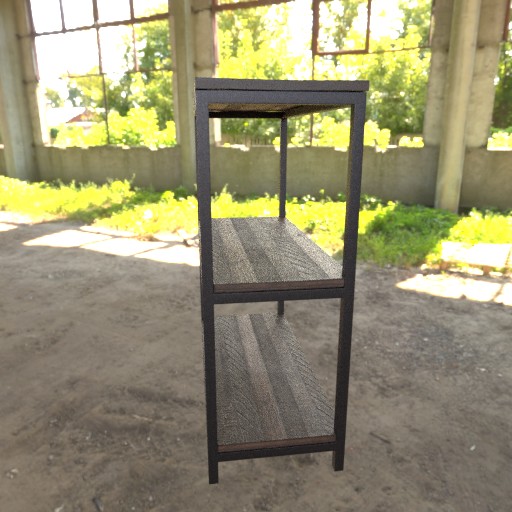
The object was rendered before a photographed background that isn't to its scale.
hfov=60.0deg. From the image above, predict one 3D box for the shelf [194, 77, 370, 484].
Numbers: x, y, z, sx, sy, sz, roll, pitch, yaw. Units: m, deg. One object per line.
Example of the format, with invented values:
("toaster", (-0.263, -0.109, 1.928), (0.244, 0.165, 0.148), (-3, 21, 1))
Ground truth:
("shelf", (0.000, 0.000, 1.393), (0.352, 0.947, 0.822), (-2, 15, -8))
